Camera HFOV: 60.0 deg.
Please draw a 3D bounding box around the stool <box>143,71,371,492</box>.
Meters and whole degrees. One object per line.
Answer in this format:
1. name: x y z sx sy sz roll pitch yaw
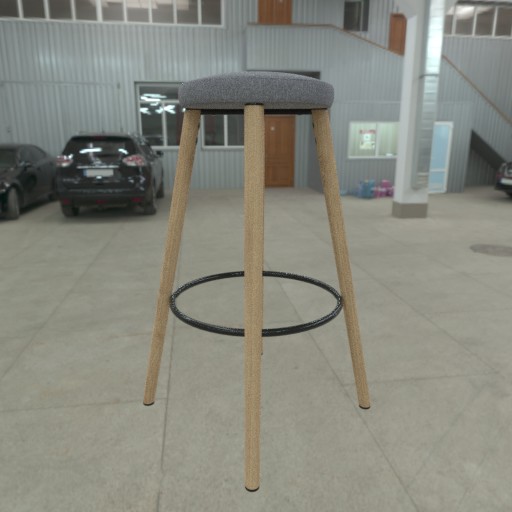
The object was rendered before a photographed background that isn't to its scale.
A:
1. stool: 0.000 0.000 1.010 0.410 0.770 0.410 -14 20 -42
